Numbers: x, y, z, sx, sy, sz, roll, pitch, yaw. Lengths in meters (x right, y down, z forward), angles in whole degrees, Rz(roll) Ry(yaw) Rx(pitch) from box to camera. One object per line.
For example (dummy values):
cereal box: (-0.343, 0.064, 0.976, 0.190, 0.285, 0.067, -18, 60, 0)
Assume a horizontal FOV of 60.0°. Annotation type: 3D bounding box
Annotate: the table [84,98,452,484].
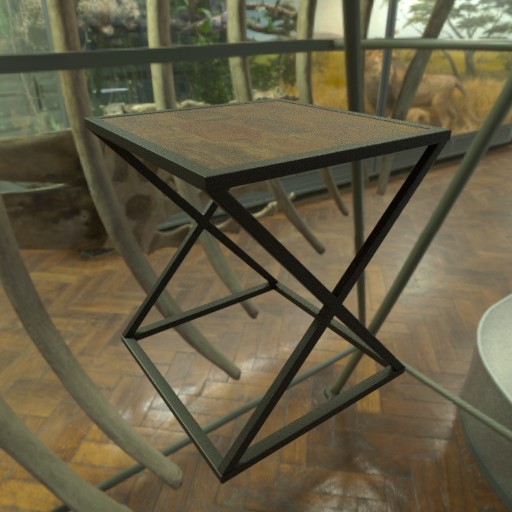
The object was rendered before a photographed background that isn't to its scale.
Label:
table: (0.000, 0.000, 0.967, 0.500, 0.565, 0.500, -18, 32, -31)
